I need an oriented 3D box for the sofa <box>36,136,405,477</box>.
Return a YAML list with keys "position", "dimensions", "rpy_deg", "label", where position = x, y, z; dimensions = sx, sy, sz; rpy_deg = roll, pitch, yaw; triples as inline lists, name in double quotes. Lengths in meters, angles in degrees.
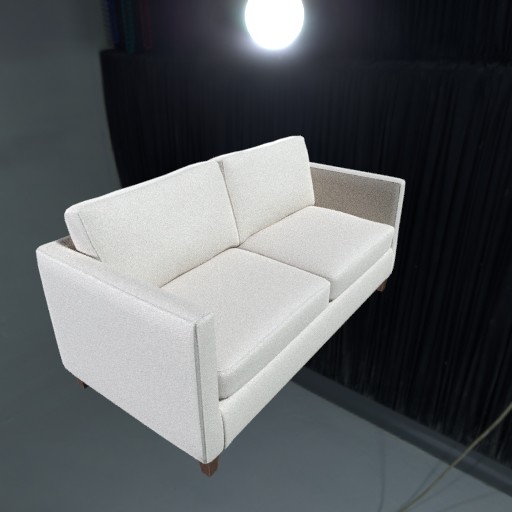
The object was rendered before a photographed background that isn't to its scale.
- position: [0.000, 0.000, 2.175]
  dimensions: [0.873, 0.888, 1.722]
  rpy_deg: [18, 32, 32]
  label: "sofa"
